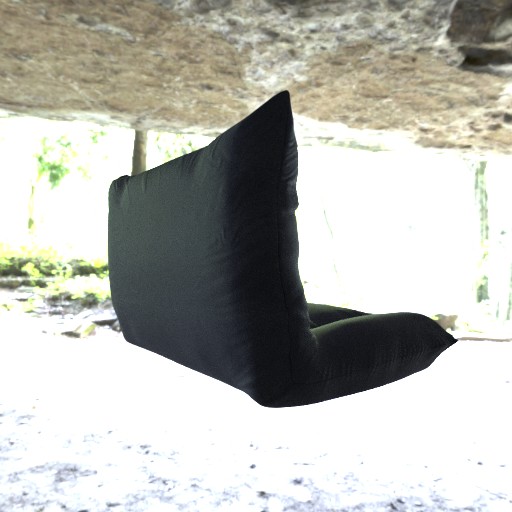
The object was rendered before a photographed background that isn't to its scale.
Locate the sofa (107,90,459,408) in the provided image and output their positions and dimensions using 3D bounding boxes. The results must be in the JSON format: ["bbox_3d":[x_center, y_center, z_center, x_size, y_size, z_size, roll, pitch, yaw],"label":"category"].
[{"bbox_3d":[0.000,0.000,1.671,0.849,0.778,1.122,0,-1,-36],"label":"sofa"}]
